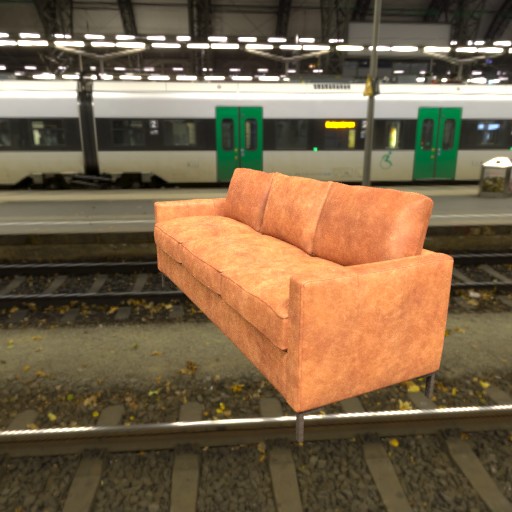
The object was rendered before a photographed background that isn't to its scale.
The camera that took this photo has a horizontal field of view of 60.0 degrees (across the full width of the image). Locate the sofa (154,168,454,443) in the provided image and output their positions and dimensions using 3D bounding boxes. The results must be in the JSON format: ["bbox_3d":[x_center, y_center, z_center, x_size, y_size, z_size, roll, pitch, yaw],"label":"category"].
[{"bbox_3d":[0.000,0.000,2.470,0.748,0.863,2.029,-7,17,-25],"label":"sofa"}]
